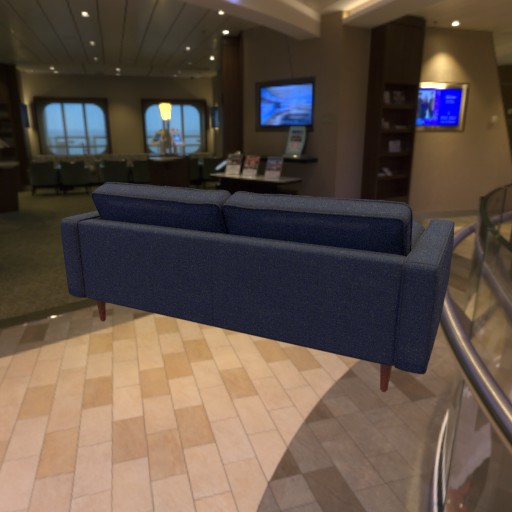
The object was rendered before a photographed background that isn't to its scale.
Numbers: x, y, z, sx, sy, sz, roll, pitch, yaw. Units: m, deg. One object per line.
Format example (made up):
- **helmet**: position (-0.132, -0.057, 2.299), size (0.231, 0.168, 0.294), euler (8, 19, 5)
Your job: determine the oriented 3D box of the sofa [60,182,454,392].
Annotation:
- **sofa**: position (0.000, 0.000, 2.367), size (1.880, 0.762, 0.914), euler (8, 18, 26)
